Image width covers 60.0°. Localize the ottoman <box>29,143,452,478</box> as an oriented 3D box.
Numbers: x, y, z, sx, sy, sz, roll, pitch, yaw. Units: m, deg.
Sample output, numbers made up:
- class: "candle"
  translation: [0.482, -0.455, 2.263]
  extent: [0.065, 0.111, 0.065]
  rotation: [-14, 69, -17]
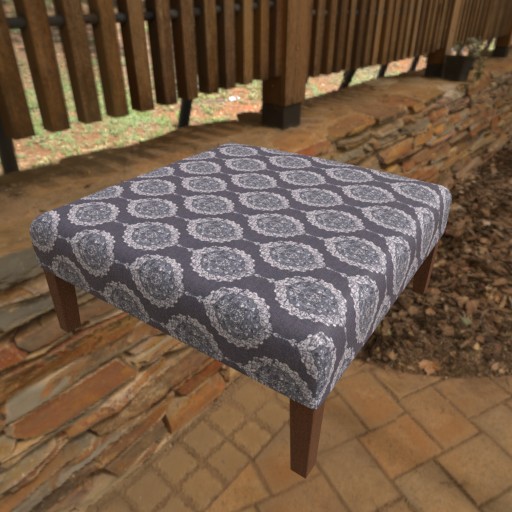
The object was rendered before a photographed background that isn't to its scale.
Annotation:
- class: "ottoman"
  translation: [0.000, 0.000, 1.361]
  extent: [0.890, 0.409, 0.889]
  rotation: [20, 36, 29]
